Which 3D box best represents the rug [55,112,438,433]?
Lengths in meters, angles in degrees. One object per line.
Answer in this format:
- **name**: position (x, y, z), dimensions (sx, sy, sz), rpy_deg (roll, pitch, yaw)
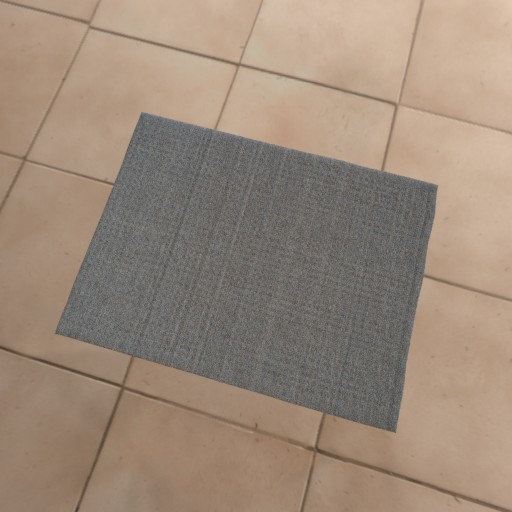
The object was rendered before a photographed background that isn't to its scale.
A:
- **rug**: position (0.000, 0.000, 4.290), dimensions (3.200, 0.007, 2.443), rpy_deg (15, 75, 4)
